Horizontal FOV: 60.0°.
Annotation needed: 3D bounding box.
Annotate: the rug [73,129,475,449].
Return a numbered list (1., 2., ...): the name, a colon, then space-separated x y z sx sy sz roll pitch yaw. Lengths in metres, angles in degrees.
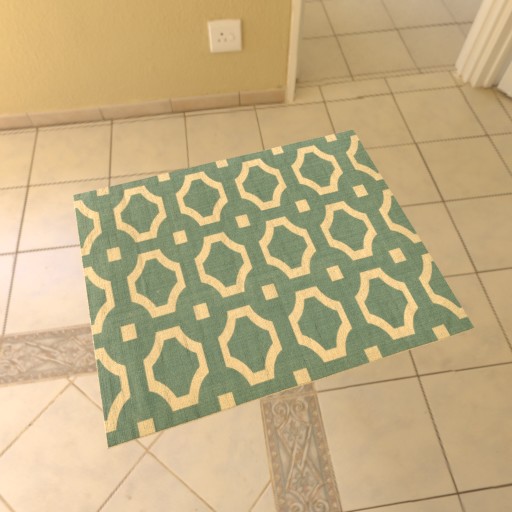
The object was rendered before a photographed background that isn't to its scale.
1. rug: 0.000 0.000 4.058 3.049 0.021 2.466 -15 60 -9
